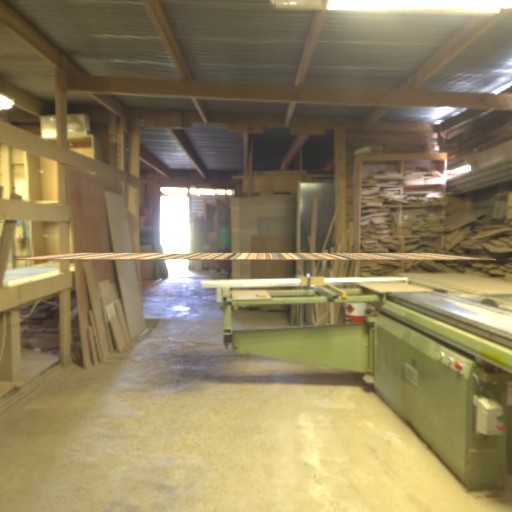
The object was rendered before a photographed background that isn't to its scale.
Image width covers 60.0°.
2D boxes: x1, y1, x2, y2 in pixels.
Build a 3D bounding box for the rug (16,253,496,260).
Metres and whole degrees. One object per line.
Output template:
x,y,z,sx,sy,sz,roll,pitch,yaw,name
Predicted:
0.000,0.000,2.642,2.444,0.010,0.799,0,3,1,rug
